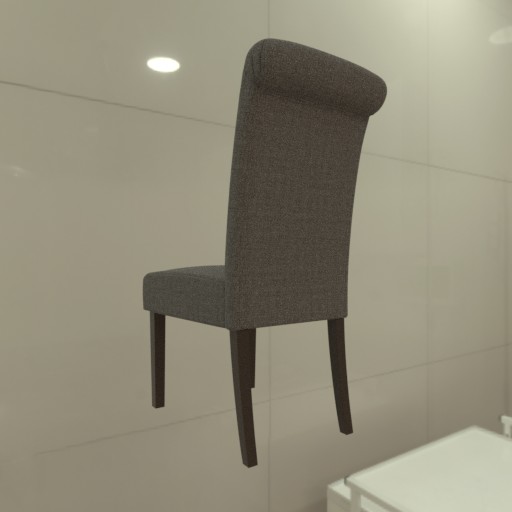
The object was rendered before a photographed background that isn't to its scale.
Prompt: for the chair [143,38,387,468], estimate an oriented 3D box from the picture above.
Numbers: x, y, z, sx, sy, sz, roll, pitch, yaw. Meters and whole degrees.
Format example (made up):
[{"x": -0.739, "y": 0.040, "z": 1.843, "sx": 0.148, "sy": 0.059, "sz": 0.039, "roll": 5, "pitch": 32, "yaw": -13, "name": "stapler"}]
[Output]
[{"x": 0.000, "y": 0.000, "z": 1.339, "sx": 0.456, "sy": 1.006, "sz": 0.671, "roll": 0, "pitch": 0, "yaw": -35, "name": "chair"}]
